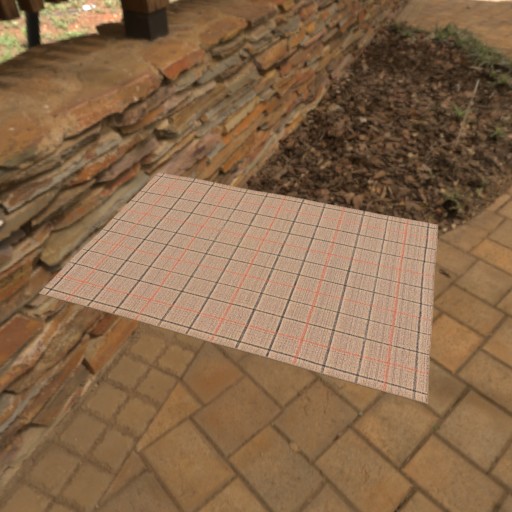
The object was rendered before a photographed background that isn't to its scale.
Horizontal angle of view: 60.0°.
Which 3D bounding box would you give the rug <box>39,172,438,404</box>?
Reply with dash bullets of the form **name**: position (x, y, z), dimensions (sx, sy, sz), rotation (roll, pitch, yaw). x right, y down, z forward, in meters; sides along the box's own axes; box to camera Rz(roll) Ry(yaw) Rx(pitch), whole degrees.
- **rug**: position (0.000, 0.000, 2.378), dimensions (1.829, 0.013, 1.220), rotation (13, 43, 14)
